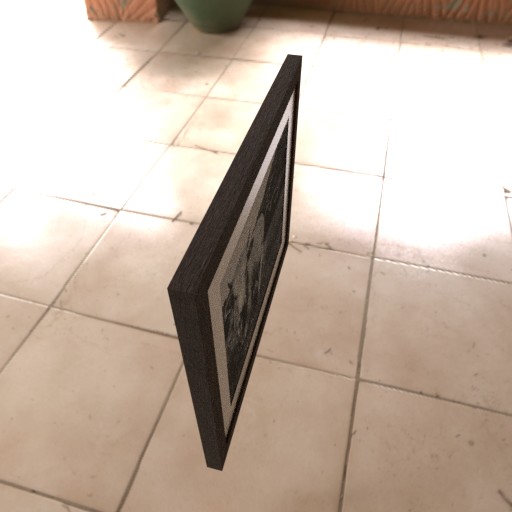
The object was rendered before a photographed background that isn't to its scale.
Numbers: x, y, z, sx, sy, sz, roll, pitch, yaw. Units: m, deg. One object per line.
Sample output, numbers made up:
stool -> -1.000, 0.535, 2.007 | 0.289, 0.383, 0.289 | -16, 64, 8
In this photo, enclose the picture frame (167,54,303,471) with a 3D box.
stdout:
picture frame -> 0.000, 0.000, 0.745 | 0.026, 0.455, 0.546 | 10, 47, 10
